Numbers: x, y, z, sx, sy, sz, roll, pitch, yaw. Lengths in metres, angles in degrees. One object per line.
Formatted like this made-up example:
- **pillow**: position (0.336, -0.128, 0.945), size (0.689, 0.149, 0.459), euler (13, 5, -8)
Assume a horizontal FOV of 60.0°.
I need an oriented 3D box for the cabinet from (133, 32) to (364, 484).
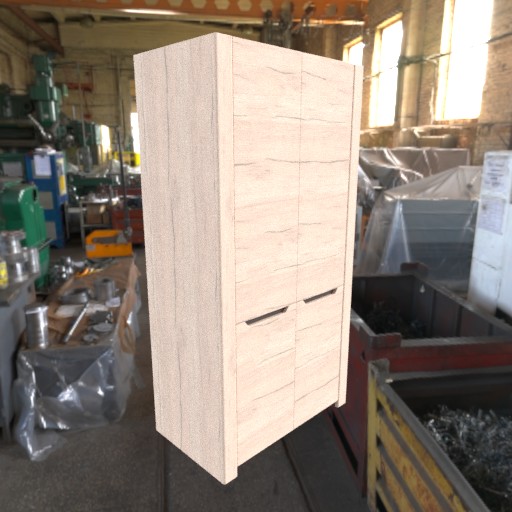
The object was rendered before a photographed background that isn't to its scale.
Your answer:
- **cabinet**: position (0.000, 0.000, 2.359), size (0.980, 1.930, 0.580), euler (-13, 19, -43)
